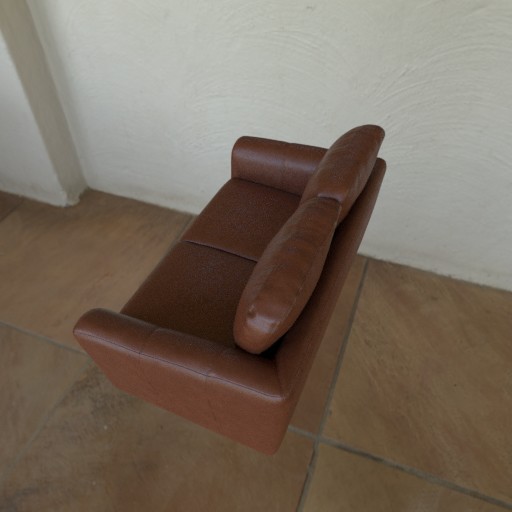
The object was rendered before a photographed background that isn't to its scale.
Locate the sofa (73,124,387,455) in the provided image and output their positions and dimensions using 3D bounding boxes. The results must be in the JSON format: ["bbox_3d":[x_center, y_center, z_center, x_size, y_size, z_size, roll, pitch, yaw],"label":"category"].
[{"bbox_3d":[0.000,0.000,1.937,0.805,0.906,1.406,17,48,16],"label":"sofa"}]
